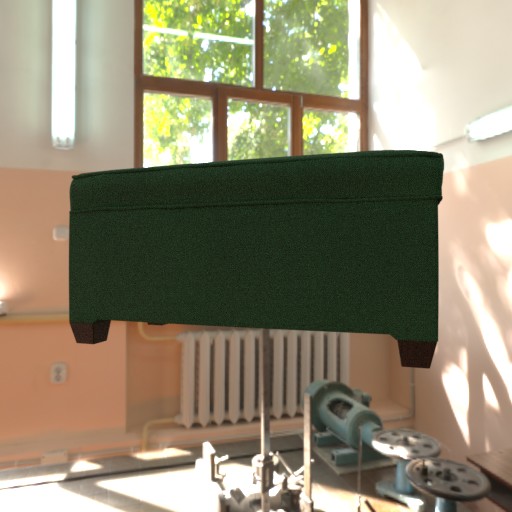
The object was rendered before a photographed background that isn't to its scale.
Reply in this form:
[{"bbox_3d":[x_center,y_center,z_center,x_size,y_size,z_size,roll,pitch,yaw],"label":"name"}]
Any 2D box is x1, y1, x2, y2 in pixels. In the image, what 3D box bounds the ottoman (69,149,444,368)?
[{"bbox_3d":[0.000,0.000,1.247,0.957,0.471,0.483,0,0,18],"label":"ottoman"}]
